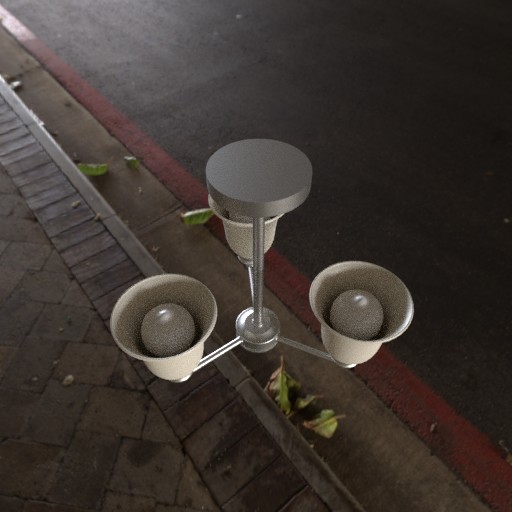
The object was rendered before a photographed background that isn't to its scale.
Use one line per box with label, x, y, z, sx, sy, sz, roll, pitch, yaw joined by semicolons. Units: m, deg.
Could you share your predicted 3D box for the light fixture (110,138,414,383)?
light fixture;0.000;0.000;0.661;0.388;0.370;0.354;-4;47;-4
